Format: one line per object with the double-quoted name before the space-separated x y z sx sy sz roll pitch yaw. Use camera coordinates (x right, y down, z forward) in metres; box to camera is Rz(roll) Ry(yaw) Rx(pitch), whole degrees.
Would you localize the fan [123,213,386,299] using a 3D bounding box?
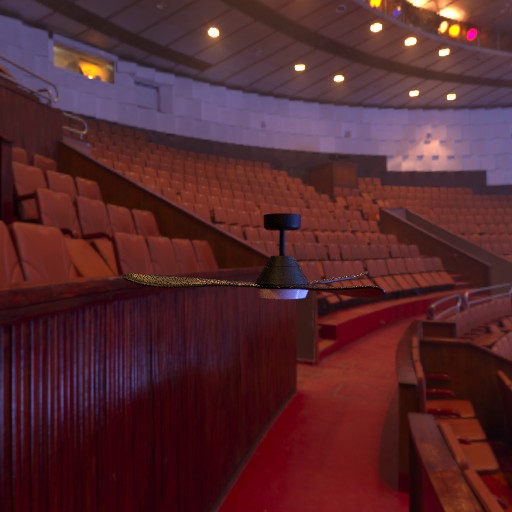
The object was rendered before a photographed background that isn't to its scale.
"fan" 0.000 0.000 1.592 1.067 0.305 1.067 0 0 0
